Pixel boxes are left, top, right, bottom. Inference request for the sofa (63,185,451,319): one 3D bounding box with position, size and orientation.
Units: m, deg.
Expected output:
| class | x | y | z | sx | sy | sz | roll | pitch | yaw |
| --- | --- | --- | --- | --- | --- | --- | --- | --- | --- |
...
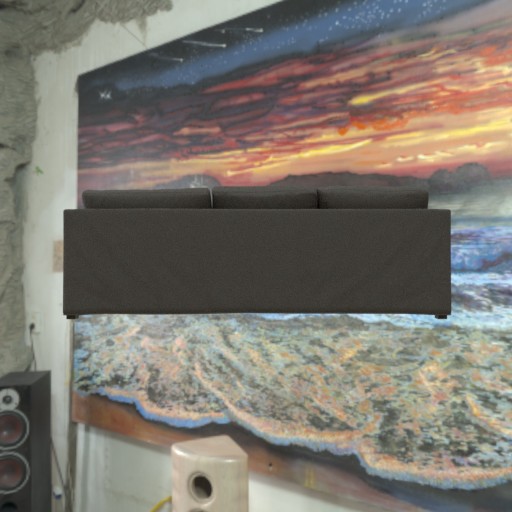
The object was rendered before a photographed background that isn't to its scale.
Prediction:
| class | x | y | z | sx | sy | sz | roll | pitch | yaw |
| --- | --- | --- | --- | --- | --- | --- | --- | --- | --- |
| sofa | 0.000 | 0.000 | 4.317 | 2.432 | 0.871 | 3.182 | 0 | -1 | 0 |
